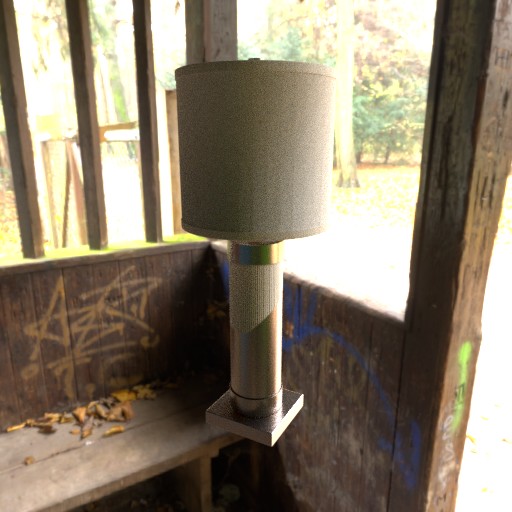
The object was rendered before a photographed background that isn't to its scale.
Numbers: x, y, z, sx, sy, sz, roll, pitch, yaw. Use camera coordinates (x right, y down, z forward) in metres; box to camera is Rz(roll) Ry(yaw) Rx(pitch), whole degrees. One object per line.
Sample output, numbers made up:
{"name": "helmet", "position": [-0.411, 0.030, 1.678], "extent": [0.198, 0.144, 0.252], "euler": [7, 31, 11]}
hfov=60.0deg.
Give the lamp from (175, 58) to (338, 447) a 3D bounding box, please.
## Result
{"name": "lamp", "position": [0.000, 0.000, 0.621], "extent": [0.202, 0.509, 0.202], "euler": [8, 17, 28]}
